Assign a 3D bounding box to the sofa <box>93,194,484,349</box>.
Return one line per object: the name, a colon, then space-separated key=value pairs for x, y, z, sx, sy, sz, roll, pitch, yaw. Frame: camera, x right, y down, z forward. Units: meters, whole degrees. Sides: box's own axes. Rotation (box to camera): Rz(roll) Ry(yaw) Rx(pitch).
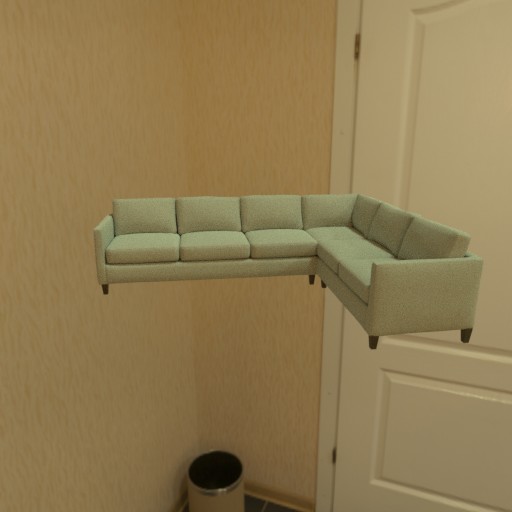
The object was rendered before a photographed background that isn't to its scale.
sofa: x=0.000 y=0.000 z=4.505 sx=3.333 sy=0.934 sz=2.522 roll=-2 pitch=16 yaw=-8
